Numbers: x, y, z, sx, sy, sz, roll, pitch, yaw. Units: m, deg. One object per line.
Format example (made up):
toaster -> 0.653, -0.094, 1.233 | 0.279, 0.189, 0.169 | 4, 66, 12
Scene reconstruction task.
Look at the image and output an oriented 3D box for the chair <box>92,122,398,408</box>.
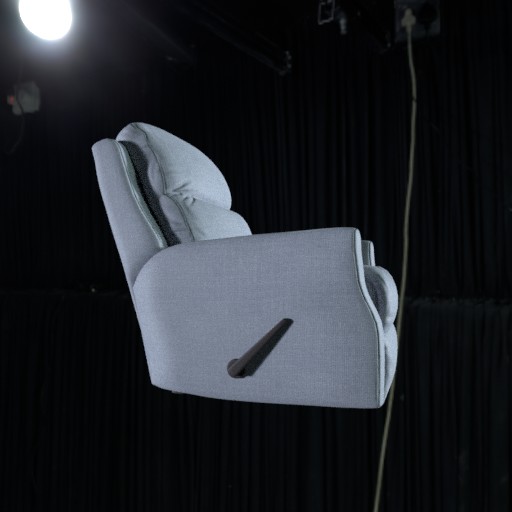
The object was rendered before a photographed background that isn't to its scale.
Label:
chair -> 0.000, 0.000, 1.778 | 1.080, 1.030, 0.829 | -1, -2, 18
